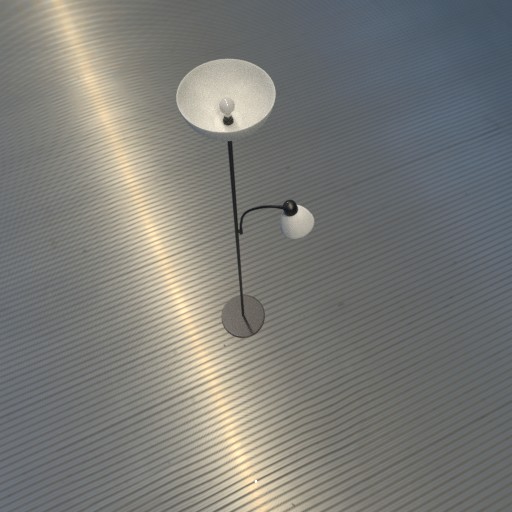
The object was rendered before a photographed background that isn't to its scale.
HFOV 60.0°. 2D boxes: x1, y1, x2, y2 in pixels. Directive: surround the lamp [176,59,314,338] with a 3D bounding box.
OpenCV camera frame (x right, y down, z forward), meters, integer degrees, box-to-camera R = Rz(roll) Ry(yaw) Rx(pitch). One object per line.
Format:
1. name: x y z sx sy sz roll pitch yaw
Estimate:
1. lamp: 0.000 0.000 1.978 0.442 1.804 0.279 18 64 9
